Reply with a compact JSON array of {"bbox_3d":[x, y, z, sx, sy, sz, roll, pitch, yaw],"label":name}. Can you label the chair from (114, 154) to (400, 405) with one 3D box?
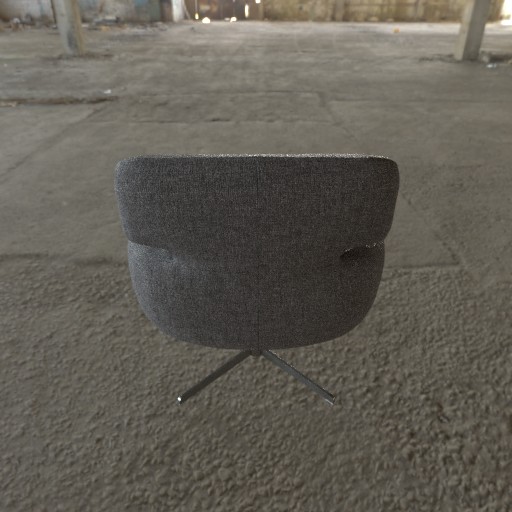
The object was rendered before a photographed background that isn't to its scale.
[{"bbox_3d":[0.000,0.000,1.337,0.706,0.812,0.715,0,30,0],"label":"chair"}]
